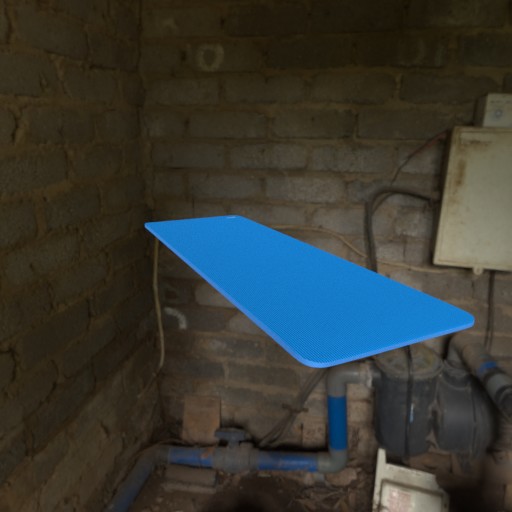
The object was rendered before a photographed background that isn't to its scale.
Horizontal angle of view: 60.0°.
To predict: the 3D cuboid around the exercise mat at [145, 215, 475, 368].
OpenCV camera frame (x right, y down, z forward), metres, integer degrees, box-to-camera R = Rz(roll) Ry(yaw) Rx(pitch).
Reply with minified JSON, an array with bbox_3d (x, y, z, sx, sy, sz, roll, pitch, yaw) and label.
[{"bbox_3d":[0.000,0.000,2.004,0.616,0.021,1.869,-8,18,-25],"label":"exercise mat"}]
